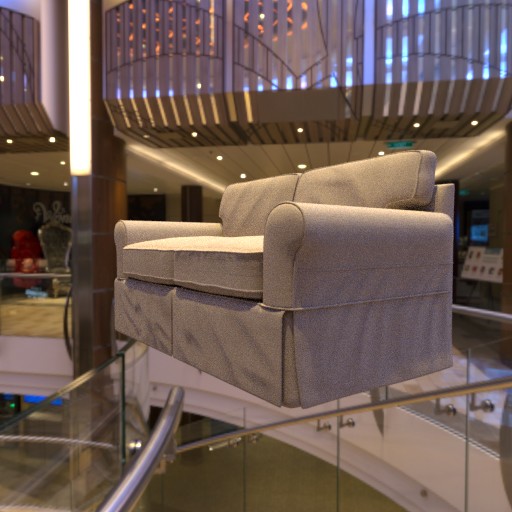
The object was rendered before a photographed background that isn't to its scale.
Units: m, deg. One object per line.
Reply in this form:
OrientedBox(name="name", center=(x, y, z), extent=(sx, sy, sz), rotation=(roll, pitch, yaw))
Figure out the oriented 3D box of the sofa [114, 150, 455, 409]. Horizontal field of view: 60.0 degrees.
OrientedBox(name="sofa", center=(0.000, 0.000, 2.314), extent=(0.991, 0.940, 1.727), rotation=(-1, 2, -36))
